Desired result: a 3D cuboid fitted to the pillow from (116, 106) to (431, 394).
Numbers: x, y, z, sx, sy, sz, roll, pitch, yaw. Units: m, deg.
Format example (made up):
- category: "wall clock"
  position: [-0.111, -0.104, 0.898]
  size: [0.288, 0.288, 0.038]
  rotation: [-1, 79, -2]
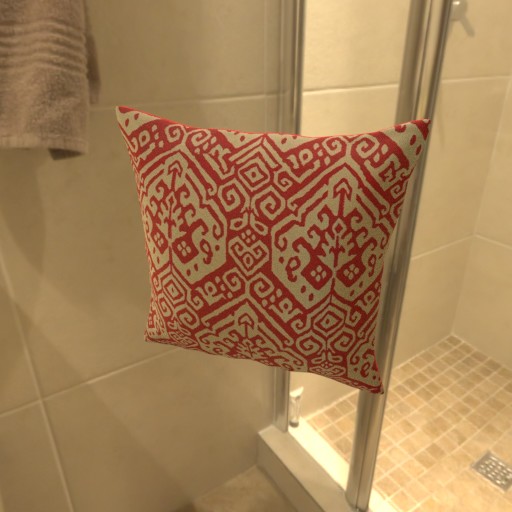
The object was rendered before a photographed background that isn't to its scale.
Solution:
- category: "pillow"
  position: [0.000, 0.000, 0.808]
  size: [0.522, 0.507, 0.192]
  rotation: [8, 27, 17]
